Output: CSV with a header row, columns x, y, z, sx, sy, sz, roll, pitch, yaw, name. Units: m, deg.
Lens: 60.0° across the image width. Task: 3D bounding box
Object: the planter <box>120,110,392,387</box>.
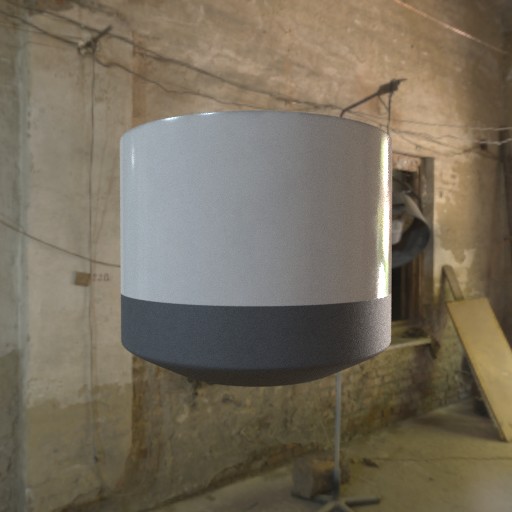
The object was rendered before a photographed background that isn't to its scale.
x,y,z,sx,sy,sz,roll,pitch,yaw,name
0.000,0.000,0.220,0.128,0.105,0.128,0,1,0,planter
